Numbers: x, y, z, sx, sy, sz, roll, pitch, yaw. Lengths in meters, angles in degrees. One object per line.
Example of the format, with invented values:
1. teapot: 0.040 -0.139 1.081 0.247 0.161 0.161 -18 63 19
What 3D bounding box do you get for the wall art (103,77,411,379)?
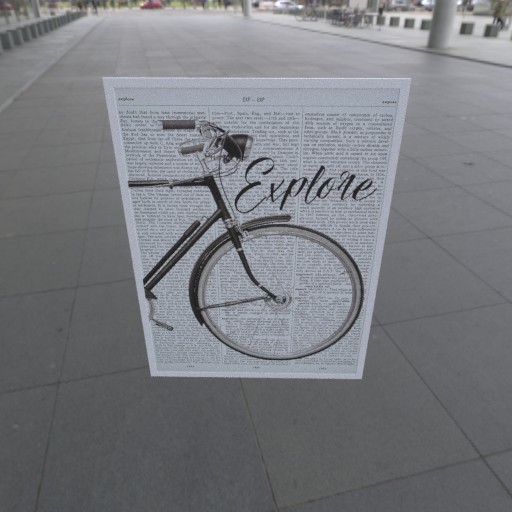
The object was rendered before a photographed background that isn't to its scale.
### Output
1. wall art: 0.000 0.000 0.810 0.457 0.610 0.003 1 30 1
